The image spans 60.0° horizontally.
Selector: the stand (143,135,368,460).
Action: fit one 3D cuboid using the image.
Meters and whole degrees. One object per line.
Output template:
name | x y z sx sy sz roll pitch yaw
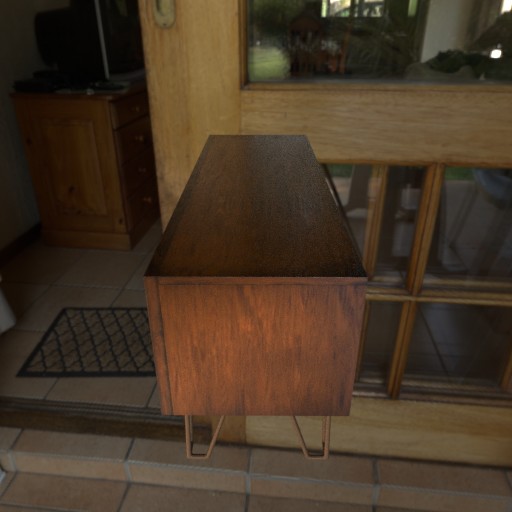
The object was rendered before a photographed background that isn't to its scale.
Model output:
stand | 0.000 0.000 1.672 0.481 0.610 1.372 0 27 0
